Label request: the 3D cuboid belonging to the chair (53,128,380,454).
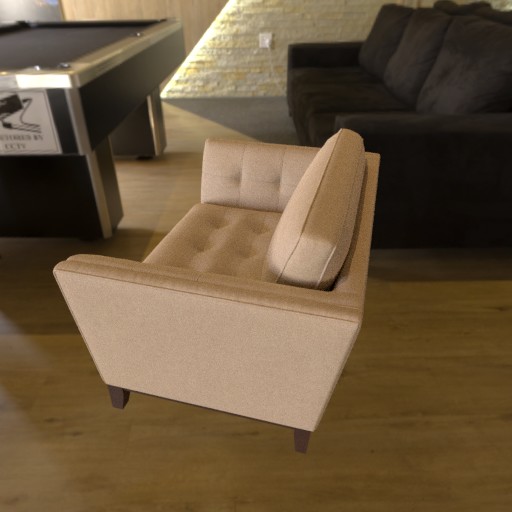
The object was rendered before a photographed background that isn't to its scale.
[{"bbox_3d":[0.000,0.000,2.005,0.965,0.940,1.397,8,33,13],"label":"chair"}]
